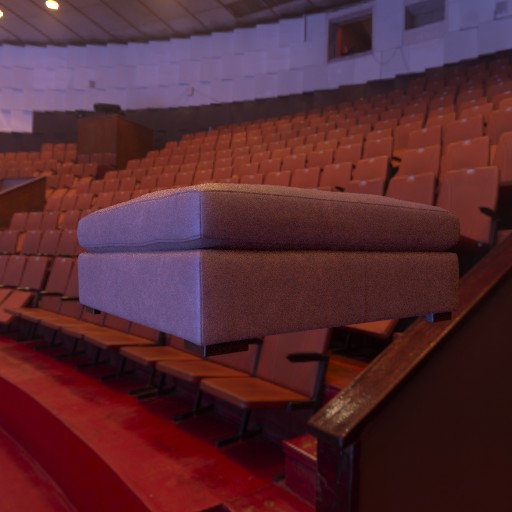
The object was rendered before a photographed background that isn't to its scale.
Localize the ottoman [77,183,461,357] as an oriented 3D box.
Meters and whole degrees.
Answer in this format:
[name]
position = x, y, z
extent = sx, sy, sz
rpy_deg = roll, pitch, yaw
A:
[ottoman]
position = 0.000, 0.000, 1.828
extent = 1.168, 0.490, 1.168
rpy_deg = 0, 0, -36
